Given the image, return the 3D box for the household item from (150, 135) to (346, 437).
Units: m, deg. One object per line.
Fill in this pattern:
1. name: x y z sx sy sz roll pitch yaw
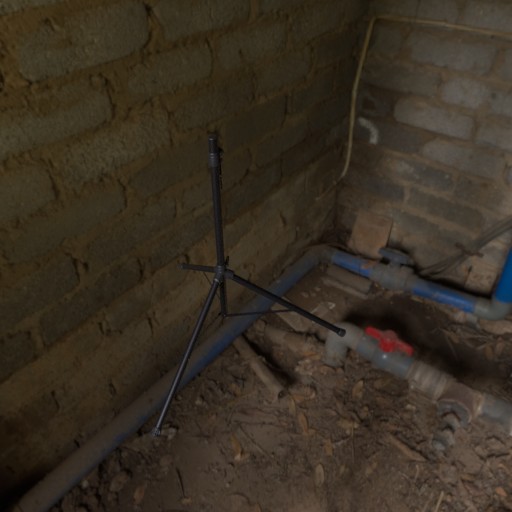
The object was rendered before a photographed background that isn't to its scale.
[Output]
1. household item: 0.000 0.000 2.799 1.339 1.595 1.596 0 40 0
